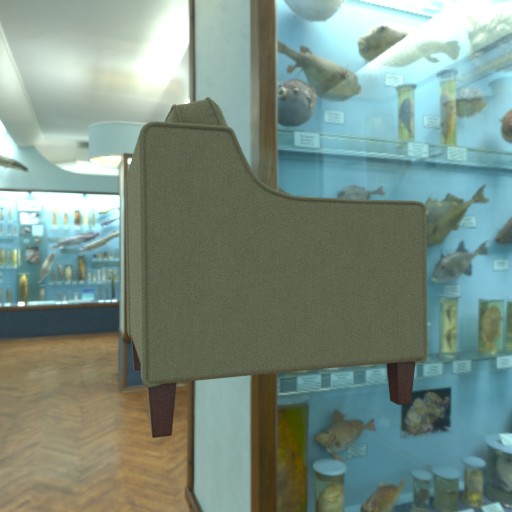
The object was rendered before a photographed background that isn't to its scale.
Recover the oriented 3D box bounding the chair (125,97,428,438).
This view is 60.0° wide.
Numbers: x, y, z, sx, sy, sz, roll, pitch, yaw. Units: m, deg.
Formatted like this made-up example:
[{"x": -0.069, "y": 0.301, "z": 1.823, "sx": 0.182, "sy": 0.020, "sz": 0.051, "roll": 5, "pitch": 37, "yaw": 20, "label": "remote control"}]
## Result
[{"x": 0.000, "y": 0.000, "z": 1.666, "sx": 0.909, "sy": 0.960, "sz": 0.831, "roll": 0, "pitch": 1, "yaw": -19, "label": "chair"}]
